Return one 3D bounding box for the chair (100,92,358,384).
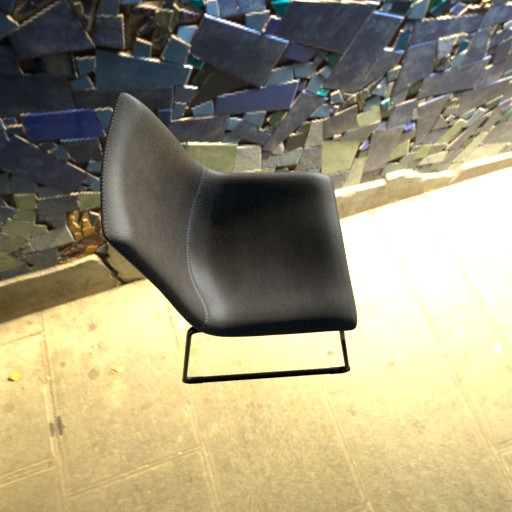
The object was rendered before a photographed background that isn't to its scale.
[{"bbox_3d":[0.000,0.000,1.129,0.550,0.780,0.460,-3,63,-2],"label":"chair"}]
